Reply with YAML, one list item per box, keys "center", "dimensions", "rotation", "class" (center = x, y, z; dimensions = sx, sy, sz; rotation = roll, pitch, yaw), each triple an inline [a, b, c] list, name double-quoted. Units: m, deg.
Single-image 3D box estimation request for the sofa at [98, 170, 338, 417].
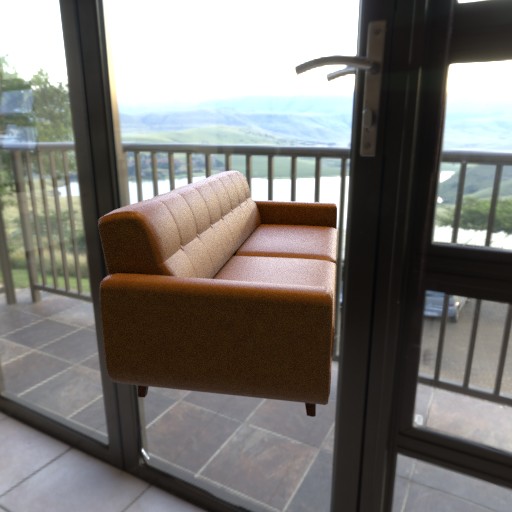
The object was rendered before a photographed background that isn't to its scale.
- center: [0.000, 0.000, 2.719]
  dimensions: [0.980, 0.892, 2.137]
  rotation: [3, 16, 10]
  class: "sofa"
